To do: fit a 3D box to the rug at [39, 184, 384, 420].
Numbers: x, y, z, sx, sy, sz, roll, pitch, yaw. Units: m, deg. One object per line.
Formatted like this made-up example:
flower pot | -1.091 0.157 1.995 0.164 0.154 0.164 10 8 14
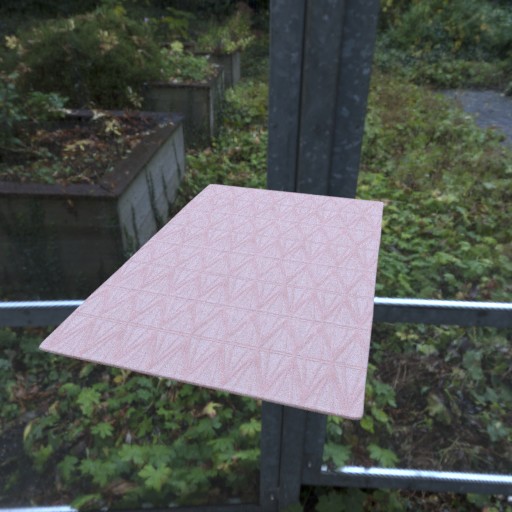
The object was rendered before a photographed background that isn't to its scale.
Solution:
rug | 0.000 0.000 3.006 1.609 0.015 2.390 8 31 14
